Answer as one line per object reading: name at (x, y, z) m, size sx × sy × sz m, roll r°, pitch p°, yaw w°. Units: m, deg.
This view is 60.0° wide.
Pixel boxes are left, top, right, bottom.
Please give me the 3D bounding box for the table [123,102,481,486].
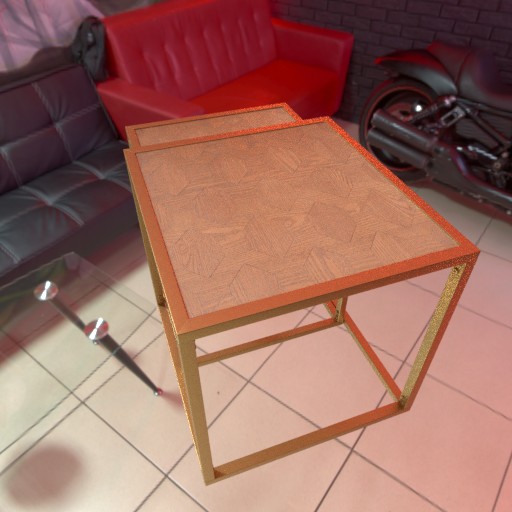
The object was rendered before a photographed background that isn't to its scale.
table at (0.000, 0.000, 1.090) m, size 0.505 × 0.505 × 0.762 m, roll -14°, pitch 43°, yaw -15°
